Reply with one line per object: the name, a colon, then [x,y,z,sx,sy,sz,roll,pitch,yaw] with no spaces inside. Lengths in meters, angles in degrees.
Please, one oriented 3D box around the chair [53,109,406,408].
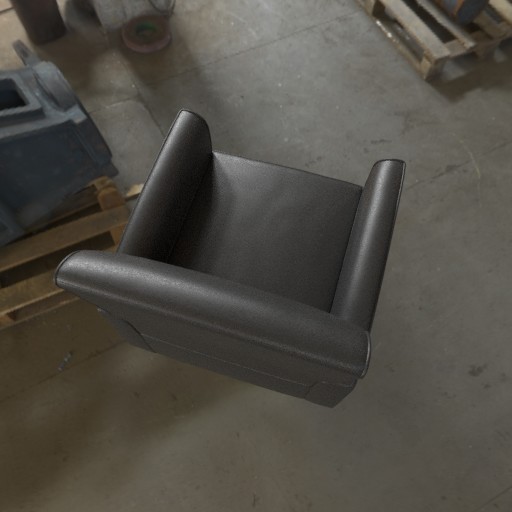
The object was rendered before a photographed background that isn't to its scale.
chair: [0.000,0.000,1.529,0.820,0.916,0.819,15,64,8]
